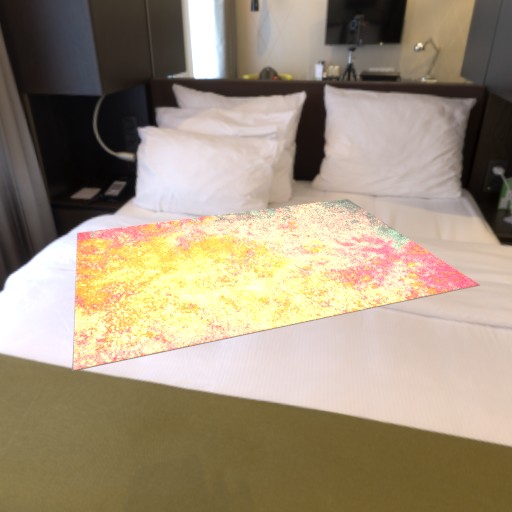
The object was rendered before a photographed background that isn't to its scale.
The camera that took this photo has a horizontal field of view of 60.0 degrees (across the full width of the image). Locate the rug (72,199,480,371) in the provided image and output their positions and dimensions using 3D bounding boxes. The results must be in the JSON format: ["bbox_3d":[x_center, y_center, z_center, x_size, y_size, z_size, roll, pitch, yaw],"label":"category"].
[{"bbox_3d":[0.000,0.000,3.768,2.896,0.013,2.007,-9,29,-17],"label":"rug"}]
